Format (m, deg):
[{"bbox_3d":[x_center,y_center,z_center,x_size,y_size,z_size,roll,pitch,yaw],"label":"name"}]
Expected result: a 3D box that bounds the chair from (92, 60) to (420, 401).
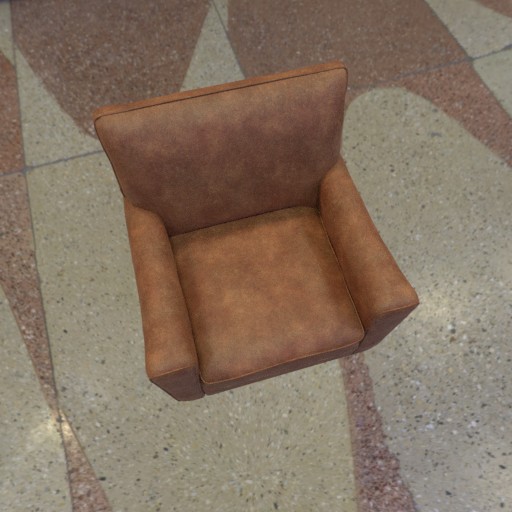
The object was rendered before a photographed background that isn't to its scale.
[{"bbox_3d":[0.000,0.000,1.636,0.870,0.943,0.823,-14,64,-7],"label":"chair"}]
